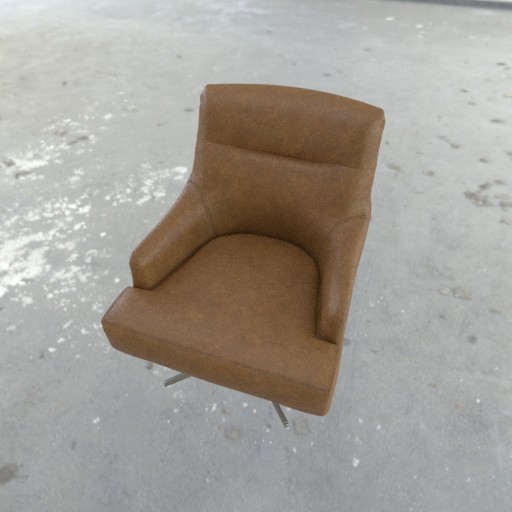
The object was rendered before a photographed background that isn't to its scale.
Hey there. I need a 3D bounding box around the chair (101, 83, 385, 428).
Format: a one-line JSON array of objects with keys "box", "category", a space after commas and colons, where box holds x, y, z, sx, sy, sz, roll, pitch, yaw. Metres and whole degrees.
[{"box": [0.000, 0.000, 1.525, 0.729, 0.869, 0.874, 14, 43, 15], "category": "chair"}]
